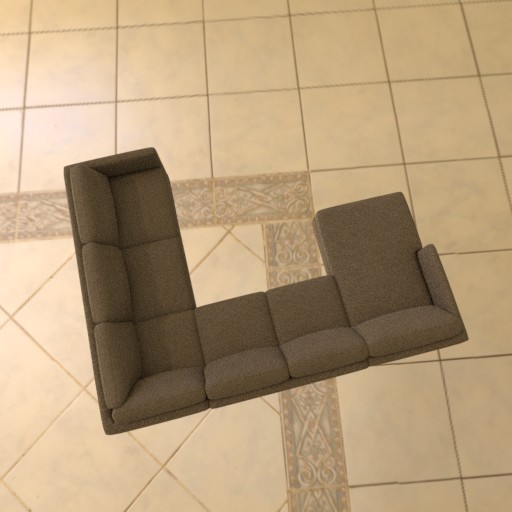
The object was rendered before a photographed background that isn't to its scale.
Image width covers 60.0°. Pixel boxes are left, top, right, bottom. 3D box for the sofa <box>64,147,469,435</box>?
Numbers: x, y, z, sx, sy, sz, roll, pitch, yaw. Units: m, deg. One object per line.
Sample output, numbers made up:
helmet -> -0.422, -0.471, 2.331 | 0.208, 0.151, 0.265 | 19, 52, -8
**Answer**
sofa -> 0.000, 0.000, 4.315 | 3.238, 0.853, 2.551 | -14, 76, -4
